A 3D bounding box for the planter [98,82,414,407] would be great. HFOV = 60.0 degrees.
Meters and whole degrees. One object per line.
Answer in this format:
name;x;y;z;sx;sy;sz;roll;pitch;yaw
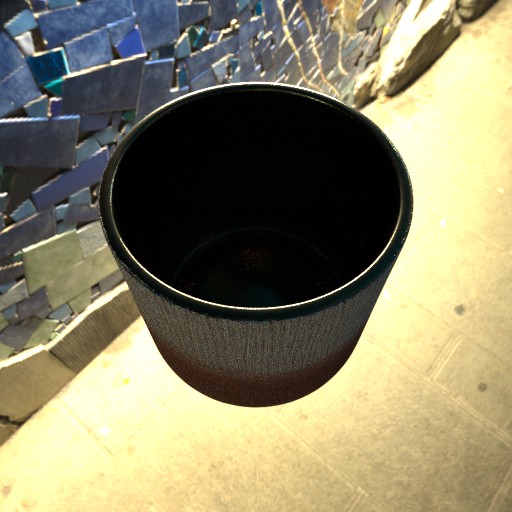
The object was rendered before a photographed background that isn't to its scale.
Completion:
planter;0.000;0.000;0.392;0.221;0.201;0.221;0;57;0
